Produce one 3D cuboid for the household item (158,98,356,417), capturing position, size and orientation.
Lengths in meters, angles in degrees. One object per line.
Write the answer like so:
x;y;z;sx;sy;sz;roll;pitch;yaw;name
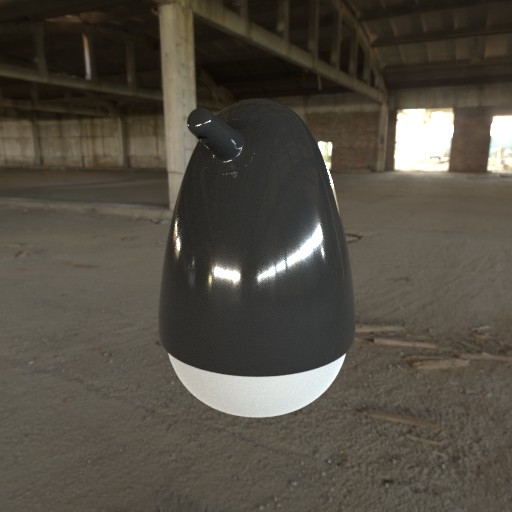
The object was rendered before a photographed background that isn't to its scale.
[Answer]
0.000;0.000;0.225;0.102;0.152;0.104;7;15;25;household item
